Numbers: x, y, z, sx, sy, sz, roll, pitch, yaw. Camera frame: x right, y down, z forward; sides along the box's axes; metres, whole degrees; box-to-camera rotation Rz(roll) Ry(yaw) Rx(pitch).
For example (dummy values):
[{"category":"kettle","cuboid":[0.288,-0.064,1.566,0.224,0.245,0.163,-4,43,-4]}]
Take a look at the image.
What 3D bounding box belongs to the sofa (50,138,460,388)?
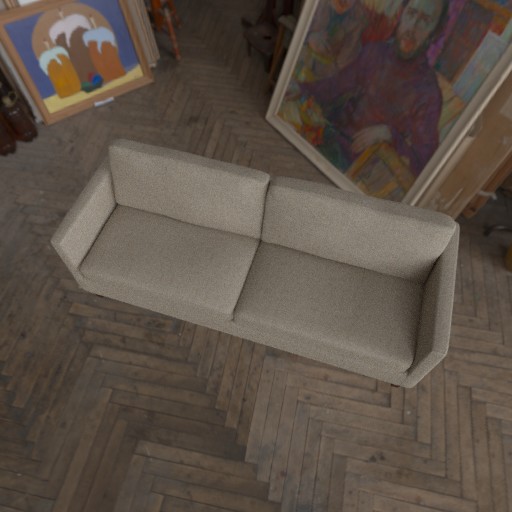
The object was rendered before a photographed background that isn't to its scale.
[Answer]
[{"category":"sofa","cuboid":[0.000,0.000,2.989,2.434,0.965,0.951,15,59,9]}]
